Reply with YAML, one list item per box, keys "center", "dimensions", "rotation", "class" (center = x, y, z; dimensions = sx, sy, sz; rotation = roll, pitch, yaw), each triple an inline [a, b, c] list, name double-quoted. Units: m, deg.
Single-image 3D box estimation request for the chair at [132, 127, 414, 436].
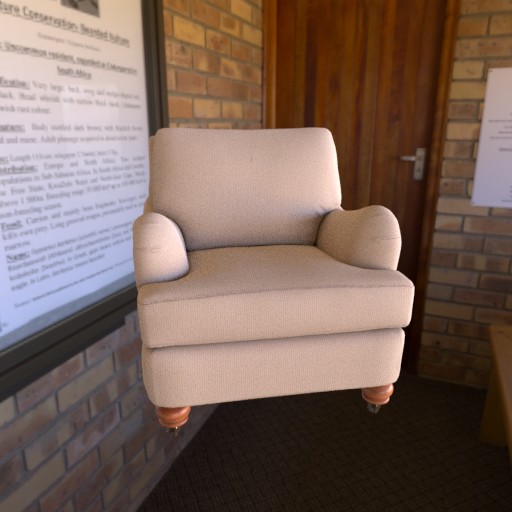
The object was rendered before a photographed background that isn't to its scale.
- center: [0.000, 0.000, 1.871]
  dimensions: [0.955, 1.038, 1.070]
  rotation: [-3, 17, -10]
  class: "chair"
